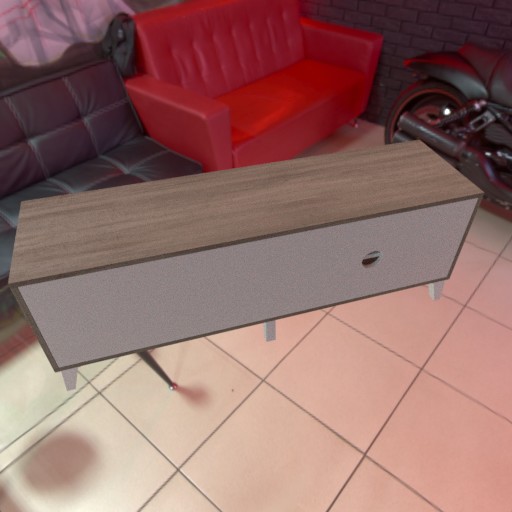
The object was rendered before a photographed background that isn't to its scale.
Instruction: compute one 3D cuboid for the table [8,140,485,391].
[{"bbox_3d":[0.000,0.000,1.660,1.500,0.530,0.400,-11,43,-12],"label":"table"}]
